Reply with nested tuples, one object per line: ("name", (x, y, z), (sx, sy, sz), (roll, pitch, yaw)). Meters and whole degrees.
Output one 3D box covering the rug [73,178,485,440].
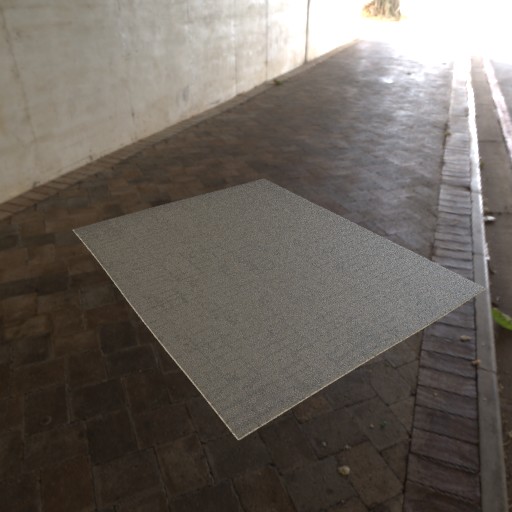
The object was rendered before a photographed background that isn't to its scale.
("rug", (0.000, 0.000, 4.076), (2.447, 0.014, 3.061), (-20, 36, -30))
